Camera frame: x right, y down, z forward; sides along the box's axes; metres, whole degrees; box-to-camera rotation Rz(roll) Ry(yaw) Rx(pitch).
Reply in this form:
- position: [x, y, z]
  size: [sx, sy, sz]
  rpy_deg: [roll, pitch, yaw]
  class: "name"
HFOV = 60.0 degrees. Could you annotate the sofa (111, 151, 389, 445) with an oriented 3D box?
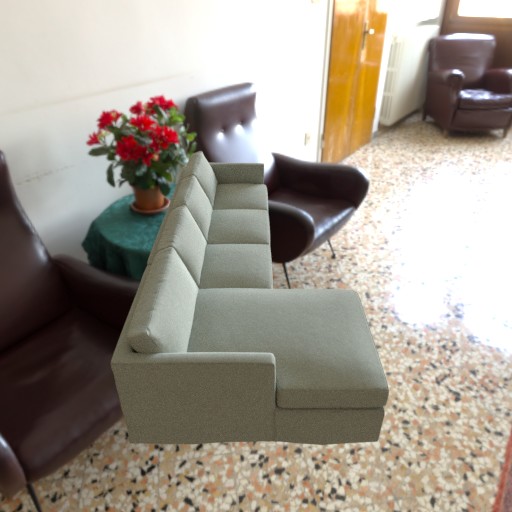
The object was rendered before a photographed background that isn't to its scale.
- position: [0.000, 0.000, 3.938]
  size: [1.650, 0.922, 3.205]
  rpy_deg: [0, 32, 0]
  class: "sofa"
